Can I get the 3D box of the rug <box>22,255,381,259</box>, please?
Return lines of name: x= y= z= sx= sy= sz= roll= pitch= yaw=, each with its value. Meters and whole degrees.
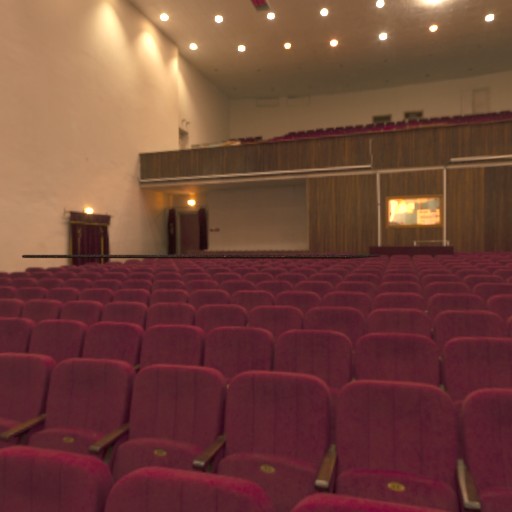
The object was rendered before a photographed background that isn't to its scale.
rug: x=0.000 y=0.000 z=3.007 sx=1.526 sy=0.015 sz=2.441 roll=0 pitch=0 yaw=18
